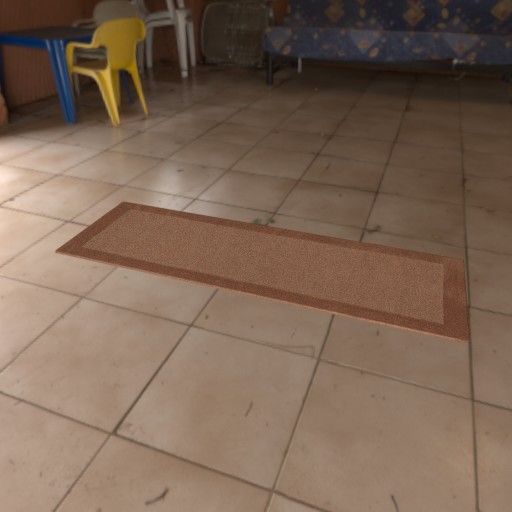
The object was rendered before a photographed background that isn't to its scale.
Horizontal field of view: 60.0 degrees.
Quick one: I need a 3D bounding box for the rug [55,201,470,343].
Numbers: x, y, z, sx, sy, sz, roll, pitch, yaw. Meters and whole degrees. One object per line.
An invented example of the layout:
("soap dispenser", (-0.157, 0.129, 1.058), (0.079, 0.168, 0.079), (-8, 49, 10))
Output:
("rug", (0.000, 0.000, 2.761), (2.439, 0.017, 0.764), (11, 34, 16))
